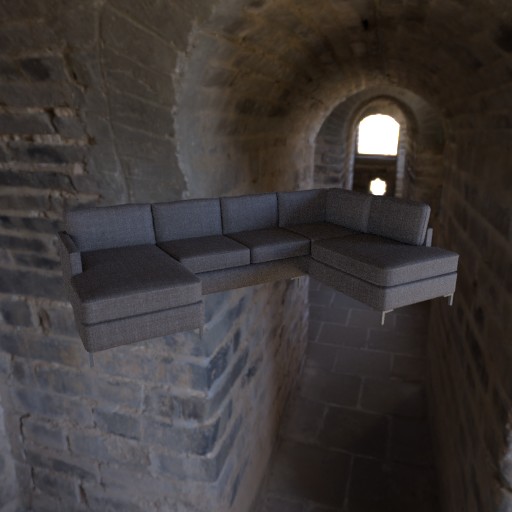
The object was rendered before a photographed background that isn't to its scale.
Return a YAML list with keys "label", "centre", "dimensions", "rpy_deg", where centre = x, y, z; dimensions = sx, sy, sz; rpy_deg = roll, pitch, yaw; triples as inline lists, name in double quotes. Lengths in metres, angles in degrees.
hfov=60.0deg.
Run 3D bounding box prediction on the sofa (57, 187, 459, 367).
- label: "sofa"
  centre: [0.000, 0.000, 4.353]
  dimensions: [3.423, 0.999, 2.048]
  rpy_deg: [-9, 19, -28]
